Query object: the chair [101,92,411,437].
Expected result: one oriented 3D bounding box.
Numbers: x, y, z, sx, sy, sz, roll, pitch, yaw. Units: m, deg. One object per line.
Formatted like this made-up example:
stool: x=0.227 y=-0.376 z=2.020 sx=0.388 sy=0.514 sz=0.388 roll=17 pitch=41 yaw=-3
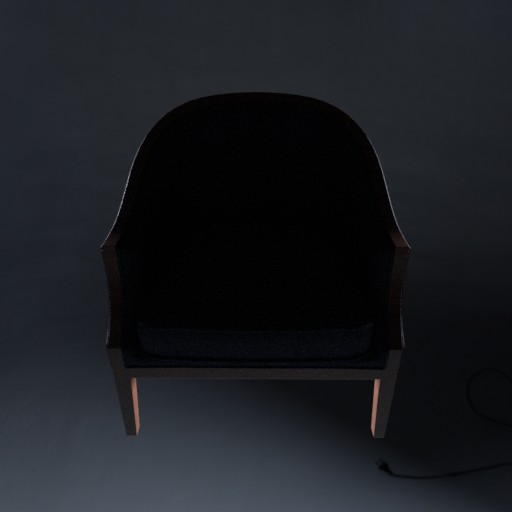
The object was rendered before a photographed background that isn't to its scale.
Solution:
chair: x=0.000 y=0.000 z=1.406 sx=0.803 sy=0.876 sz=0.735 roll=0 pitch=29 yaw=0
